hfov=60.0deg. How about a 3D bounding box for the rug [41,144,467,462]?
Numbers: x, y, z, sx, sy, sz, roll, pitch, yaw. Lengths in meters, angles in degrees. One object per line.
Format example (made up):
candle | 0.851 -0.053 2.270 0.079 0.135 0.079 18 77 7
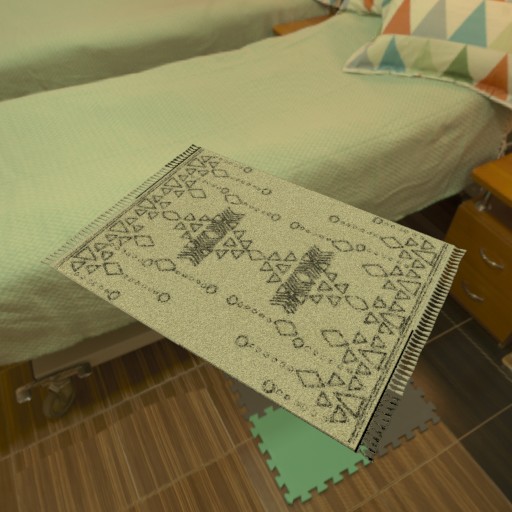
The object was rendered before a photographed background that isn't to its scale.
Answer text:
rug | 0.000 0.000 2.924 2.312 0.013 1.600 25 52 21
